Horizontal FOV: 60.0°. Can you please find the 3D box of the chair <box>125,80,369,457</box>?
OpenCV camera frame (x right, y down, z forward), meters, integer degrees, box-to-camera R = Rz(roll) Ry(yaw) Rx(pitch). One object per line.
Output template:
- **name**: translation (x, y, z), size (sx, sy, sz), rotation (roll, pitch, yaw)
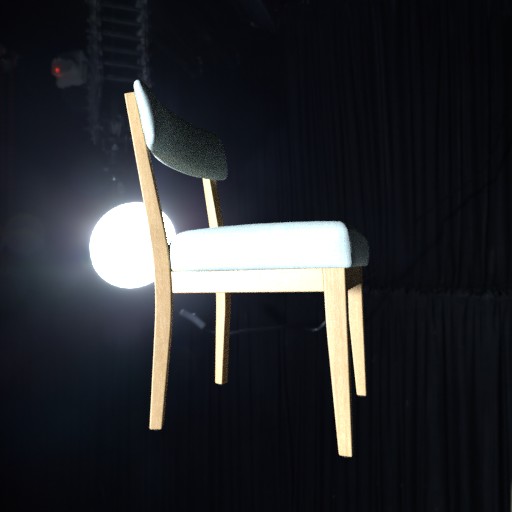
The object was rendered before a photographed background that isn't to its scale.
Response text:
- **chair**: translation (0.000, 0.000, 1.198), size (0.572, 0.832, 0.508), rotation (0, -1, 18)
